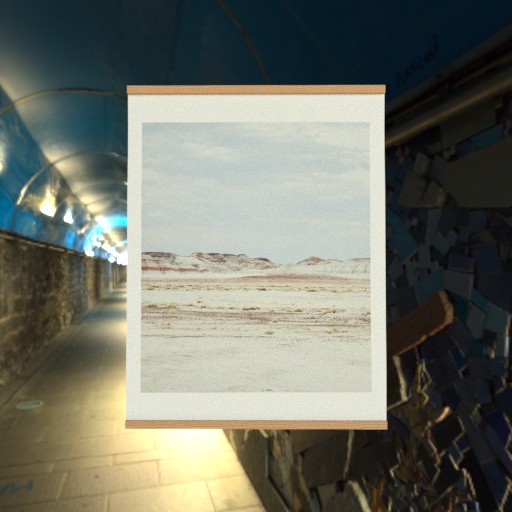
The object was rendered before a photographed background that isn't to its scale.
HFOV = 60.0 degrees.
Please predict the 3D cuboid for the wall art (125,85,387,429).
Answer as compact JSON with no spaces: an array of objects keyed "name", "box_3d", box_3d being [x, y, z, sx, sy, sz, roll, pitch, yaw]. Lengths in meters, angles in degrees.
[{"name":"wall art","box_3d":[0.000,0.000,0.786,0.458,0.605,0.011,0,-1,0]}]
